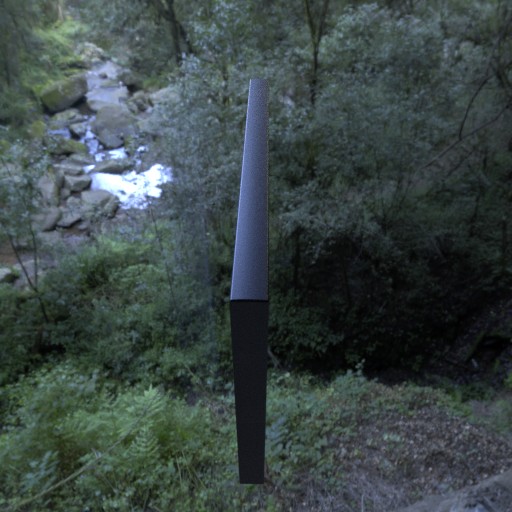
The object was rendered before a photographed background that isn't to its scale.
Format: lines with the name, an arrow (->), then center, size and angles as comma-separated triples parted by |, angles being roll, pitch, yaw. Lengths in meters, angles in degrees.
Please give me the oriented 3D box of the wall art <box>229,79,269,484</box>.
wall art -> 0.000, 0.000, 0.783 | 0.038, 0.409, 0.610 | 1, 40, 1
